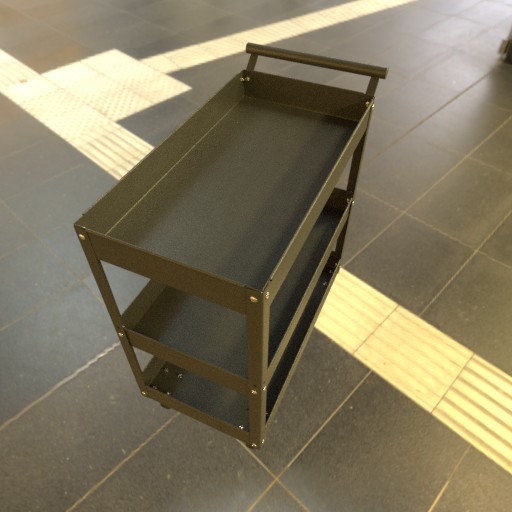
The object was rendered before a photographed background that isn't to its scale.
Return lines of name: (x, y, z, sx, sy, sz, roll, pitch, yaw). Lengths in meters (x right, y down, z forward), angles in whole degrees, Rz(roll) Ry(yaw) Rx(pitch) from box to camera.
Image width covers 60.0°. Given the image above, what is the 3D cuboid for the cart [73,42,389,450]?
cart: (0.000, 0.000, 1.160, 0.366, 0.780, 0.719, 18, 49, 17)
